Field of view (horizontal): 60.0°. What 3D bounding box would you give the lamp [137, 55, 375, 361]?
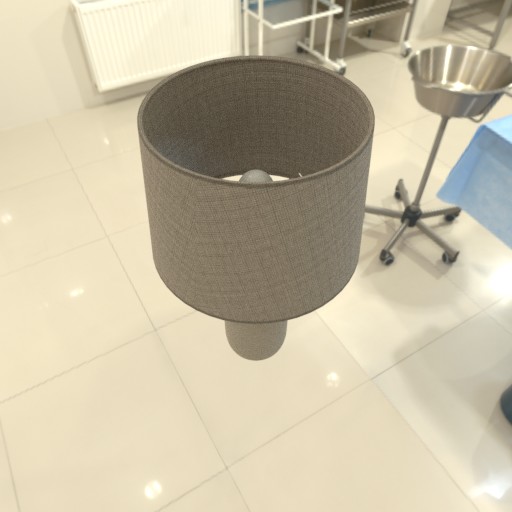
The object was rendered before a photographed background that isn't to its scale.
[{"bbox_3d":[0.000,0.000,0.832,0.367,0.609,0.367,0,49,0],"label":"lamp"}]
